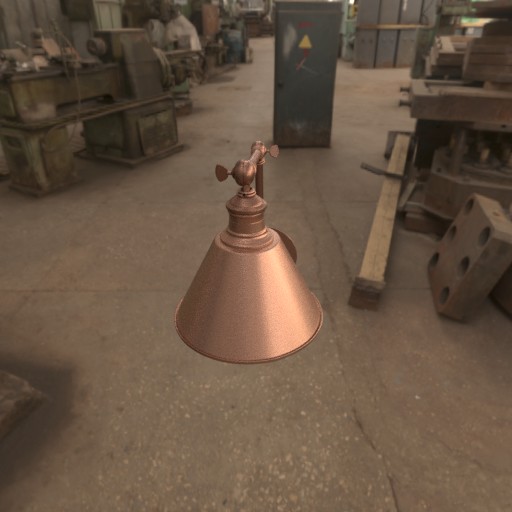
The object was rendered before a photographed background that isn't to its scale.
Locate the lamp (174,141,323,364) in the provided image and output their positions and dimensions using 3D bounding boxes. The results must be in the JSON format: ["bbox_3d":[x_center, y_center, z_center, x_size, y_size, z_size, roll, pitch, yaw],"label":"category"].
[{"bbox_3d":[0.000,0.000,0.856,0.223,0.502,0.624,2,30,3],"label":"lamp"}]
